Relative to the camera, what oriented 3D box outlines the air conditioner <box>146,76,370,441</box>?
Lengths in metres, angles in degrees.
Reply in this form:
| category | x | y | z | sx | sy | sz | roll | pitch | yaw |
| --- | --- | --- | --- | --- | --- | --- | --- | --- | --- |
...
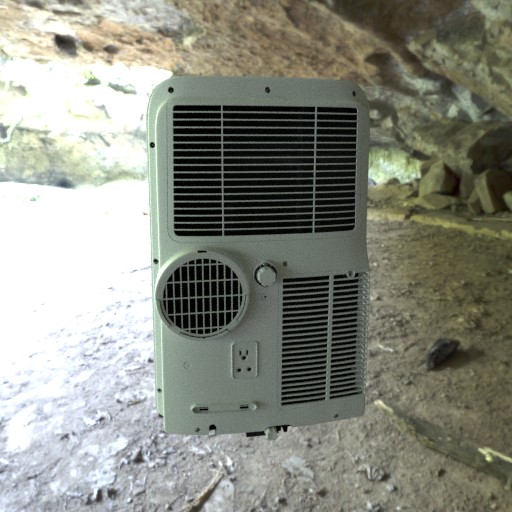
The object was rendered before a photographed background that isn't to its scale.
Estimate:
| category | x | y | z | sx | sy | sz | roll | pitch | yaw |
| --- | --- | --- | --- | --- | --- | --- | --- | --- | --- |
| air conditioner | 0.000 | 0.000 | 0.967 | 0.454 | 0.700 | 0.365 | -2 | 14 | -9 |
